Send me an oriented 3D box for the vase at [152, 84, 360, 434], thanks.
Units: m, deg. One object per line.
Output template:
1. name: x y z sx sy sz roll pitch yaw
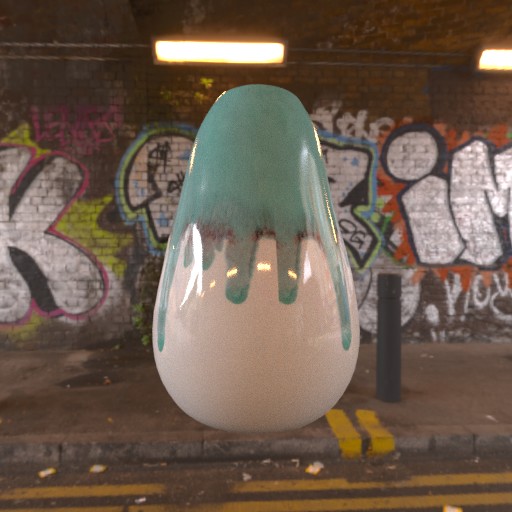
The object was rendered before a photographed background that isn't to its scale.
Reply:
1. vase: 0.000 0.000 0.254 0.116 0.179 0.116 0 1 0
